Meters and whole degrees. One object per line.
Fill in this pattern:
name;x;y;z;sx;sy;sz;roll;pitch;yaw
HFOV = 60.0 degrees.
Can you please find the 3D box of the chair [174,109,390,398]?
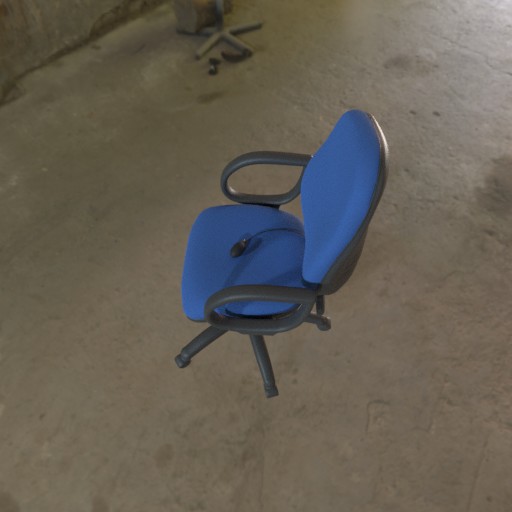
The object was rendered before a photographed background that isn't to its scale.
chair;0.000;0.000;1.251;0.549;0.905;0.552;2;57;2
